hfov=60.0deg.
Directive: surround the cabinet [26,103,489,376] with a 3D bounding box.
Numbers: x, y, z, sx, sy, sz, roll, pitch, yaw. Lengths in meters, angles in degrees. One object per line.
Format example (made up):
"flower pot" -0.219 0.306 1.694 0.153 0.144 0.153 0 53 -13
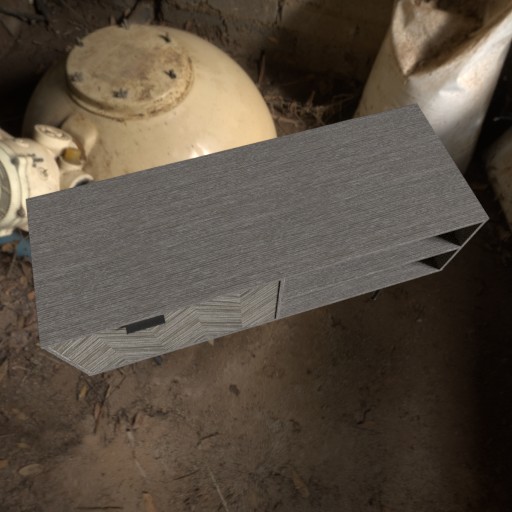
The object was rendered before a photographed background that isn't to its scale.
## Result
"cabinet" 0.000 0.000 1.586 1.300 0.599 0.500 -16 65 -7
